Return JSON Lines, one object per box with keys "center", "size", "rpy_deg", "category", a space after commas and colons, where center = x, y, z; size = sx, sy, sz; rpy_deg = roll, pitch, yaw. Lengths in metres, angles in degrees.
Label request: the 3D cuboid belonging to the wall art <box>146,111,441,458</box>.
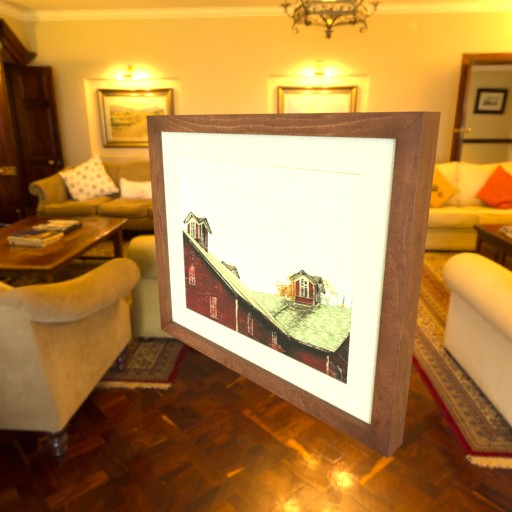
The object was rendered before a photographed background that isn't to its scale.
{"center": [0.000, 0.000, 0.538], "size": [0.401, 0.328, 0.030], "rpy_deg": [16, 23, 43], "category": "wall art"}
